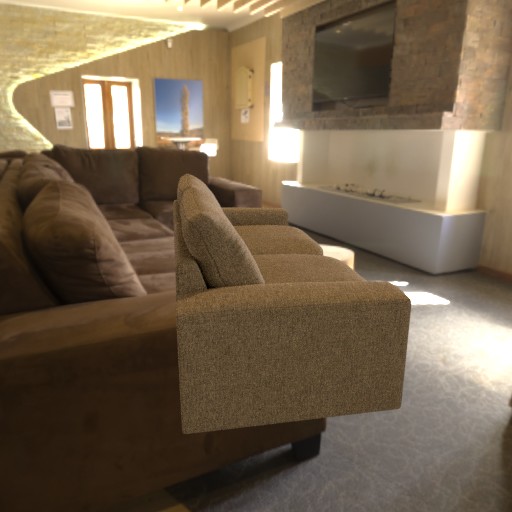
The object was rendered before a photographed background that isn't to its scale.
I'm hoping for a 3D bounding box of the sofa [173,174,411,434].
[{"bbox_3d":[0.000,0.000,2.885,1.040,0.922,2.299,-3,16,-10],"label":"sofa"}]
